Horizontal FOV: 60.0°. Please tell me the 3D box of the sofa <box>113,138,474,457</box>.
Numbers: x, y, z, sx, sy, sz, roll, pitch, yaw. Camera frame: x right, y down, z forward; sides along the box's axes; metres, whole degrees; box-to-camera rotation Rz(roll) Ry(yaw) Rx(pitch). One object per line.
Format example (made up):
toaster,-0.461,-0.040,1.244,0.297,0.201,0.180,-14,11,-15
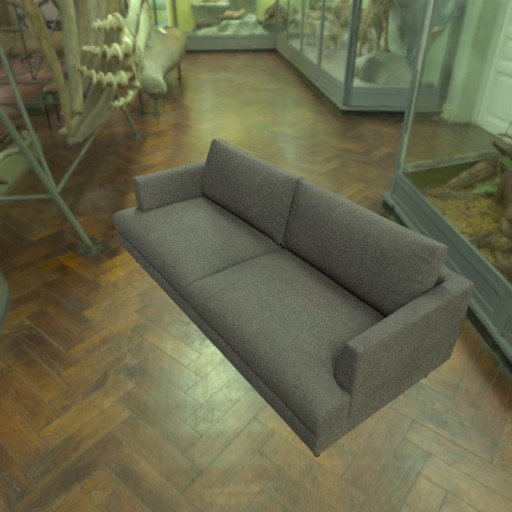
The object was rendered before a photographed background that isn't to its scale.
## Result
sofa,0.000,0.000,2.769,1.020,0.868,2.250,-21,38,-30
